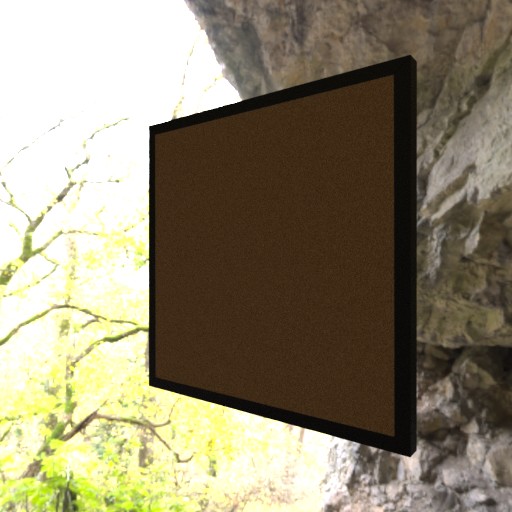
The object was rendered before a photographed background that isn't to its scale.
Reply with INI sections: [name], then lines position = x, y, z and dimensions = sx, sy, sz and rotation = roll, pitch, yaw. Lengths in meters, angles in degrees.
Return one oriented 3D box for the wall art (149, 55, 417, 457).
[wall art]
position = 0.000, 0.000, 1.087
dimensions = 0.765, 0.765, 0.038
rotation = 0, 0, 37
